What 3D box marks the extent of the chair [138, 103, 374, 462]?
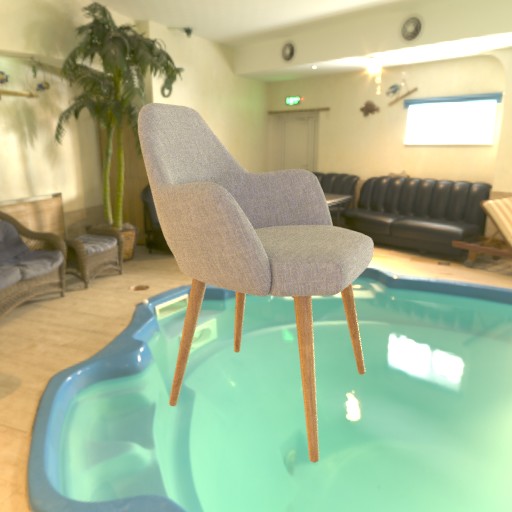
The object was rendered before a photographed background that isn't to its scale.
[{"bbox_3d":[0.000,0.000,1.264,0.610,0.840,0.590,7,16,26],"label":"chair"}]
